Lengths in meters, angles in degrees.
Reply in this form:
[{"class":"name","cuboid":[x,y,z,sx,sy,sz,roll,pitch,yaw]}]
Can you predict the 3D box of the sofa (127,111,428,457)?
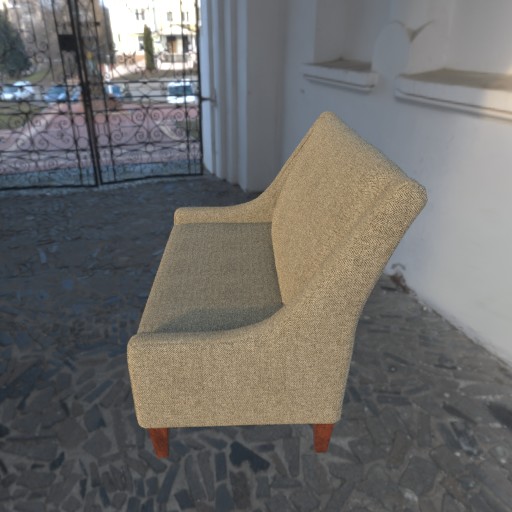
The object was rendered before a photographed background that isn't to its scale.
[{"class":"sofa","cuboid":[0.000,0.000,1.894,0.870,1.021,1.242,-1,27,-2]}]
